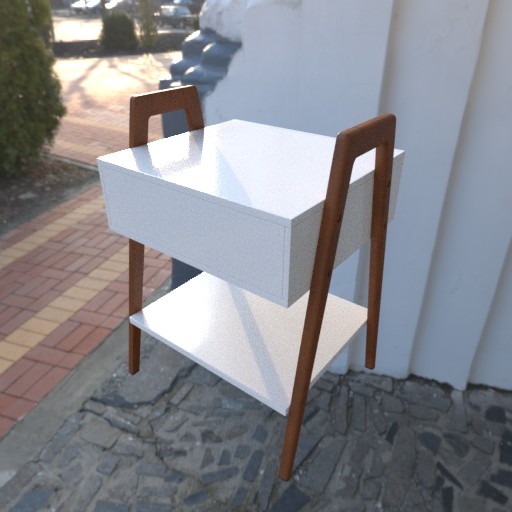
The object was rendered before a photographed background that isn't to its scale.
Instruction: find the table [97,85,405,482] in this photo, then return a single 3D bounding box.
[{"bbox_3d":[0.000,0.000,0.915,0.457,0.610,0.405,21,36,32],"label":"table"}]
